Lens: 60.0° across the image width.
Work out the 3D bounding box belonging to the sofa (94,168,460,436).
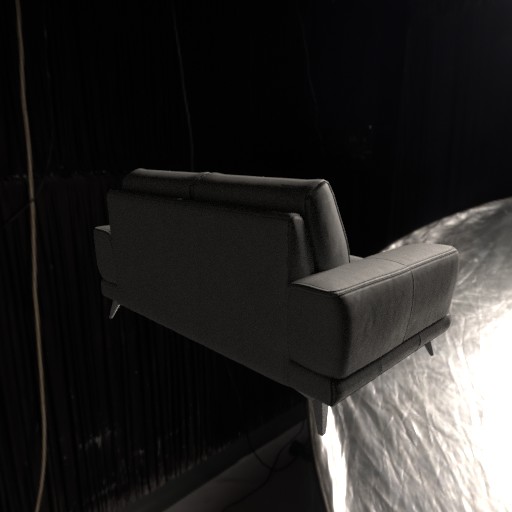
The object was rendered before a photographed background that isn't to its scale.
[{"bbox_3d":[0.000,0.000,2.387,1.018,0.907,1.806,-13,19,-43],"label":"sofa"}]
